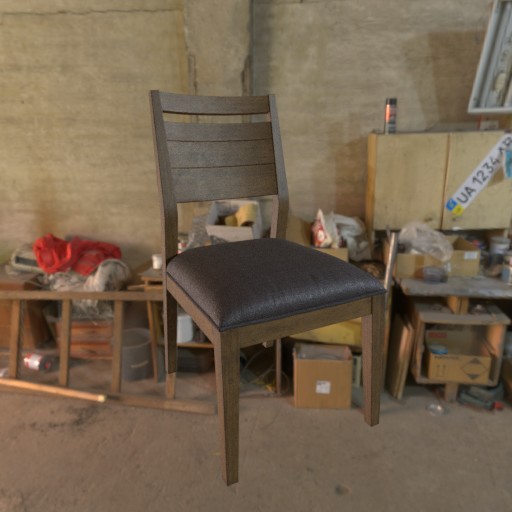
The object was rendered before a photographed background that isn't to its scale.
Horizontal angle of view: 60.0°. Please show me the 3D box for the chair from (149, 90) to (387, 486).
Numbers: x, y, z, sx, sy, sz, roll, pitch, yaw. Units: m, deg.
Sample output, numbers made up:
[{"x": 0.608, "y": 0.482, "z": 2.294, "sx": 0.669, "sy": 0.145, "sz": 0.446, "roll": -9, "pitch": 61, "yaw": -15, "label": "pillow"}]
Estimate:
[{"x": 0.000, "y": 0.000, "z": 1.312, "sx": 0.501, "sy": 0.939, "sz": 0.610, "roll": -9, "pitch": 19, "yaw": -27, "label": "chair"}]
